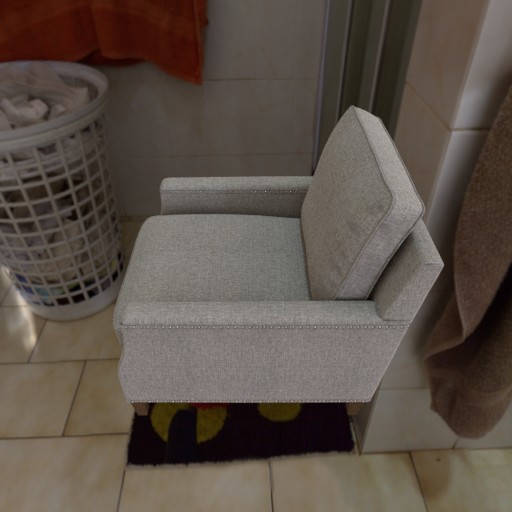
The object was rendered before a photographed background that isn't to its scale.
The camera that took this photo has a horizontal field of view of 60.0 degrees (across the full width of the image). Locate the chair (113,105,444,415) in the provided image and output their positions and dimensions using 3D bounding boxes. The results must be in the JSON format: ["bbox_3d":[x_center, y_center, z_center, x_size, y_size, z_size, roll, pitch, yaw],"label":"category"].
[{"bbox_3d":[0.000,0.000,1.715,1.014,0.943,0.853,0,41,0],"label":"chair"}]
